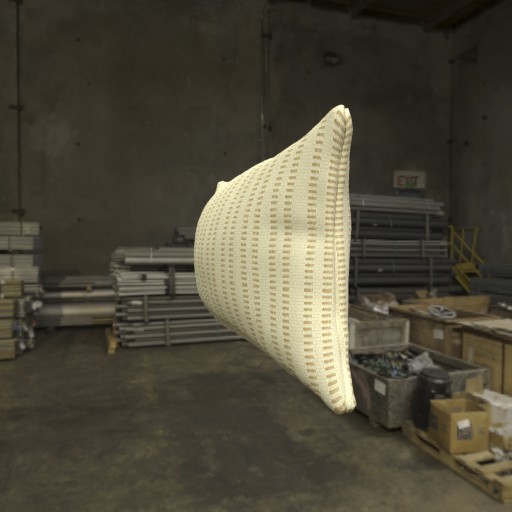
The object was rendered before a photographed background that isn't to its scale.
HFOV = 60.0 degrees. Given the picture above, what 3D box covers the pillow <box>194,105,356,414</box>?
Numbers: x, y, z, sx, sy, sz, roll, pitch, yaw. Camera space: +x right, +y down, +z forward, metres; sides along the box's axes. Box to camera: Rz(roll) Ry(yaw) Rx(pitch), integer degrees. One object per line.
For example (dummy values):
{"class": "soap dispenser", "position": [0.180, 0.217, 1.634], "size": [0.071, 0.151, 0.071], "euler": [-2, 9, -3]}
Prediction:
{"class": "pillow", "position": [0.000, 0.000, 0.798], "size": [0.210, 0.353, 0.640], "euler": [0, 1, -17]}
